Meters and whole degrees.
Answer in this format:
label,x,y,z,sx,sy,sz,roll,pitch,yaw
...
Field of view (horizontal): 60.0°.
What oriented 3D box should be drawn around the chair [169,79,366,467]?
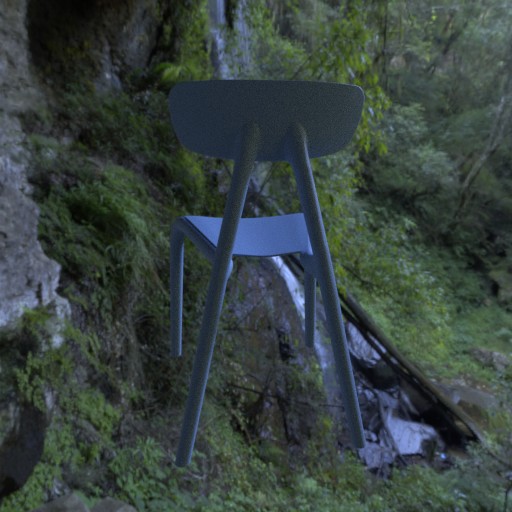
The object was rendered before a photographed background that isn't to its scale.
label,x,y,z,sx,sy,sz,roll,pitch,yaw
chair,0.000,0.000,0.839,0.356,0.580,0.401,-2,15,-8
